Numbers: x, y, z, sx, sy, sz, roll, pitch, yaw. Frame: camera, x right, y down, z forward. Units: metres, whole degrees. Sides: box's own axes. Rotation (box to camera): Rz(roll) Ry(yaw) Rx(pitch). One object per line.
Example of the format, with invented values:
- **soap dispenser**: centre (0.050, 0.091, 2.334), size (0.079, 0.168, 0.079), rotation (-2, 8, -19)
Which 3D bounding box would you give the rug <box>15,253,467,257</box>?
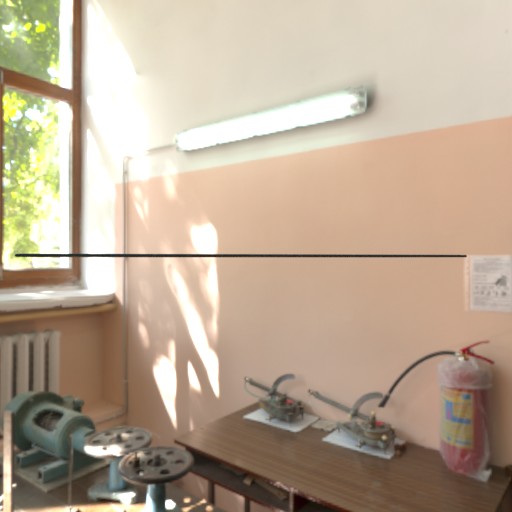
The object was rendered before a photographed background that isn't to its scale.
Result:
- **rug**: centre (0.000, 0.000, 2.468), size (2.276, 0.014, 0.678), rotation (0, 0, -17)
